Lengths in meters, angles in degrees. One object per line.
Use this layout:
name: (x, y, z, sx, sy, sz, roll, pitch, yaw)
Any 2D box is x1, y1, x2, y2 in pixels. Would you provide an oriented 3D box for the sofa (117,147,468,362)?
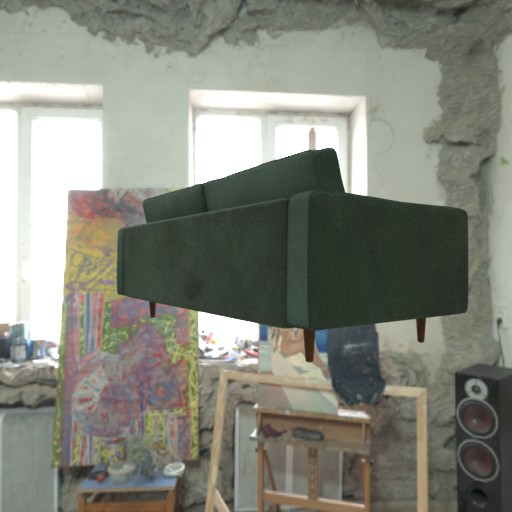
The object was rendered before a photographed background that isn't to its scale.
sofa: (0.000, 0.000, 2.363, 0.916, 0.772, 1.880, 0, -1, -35)
